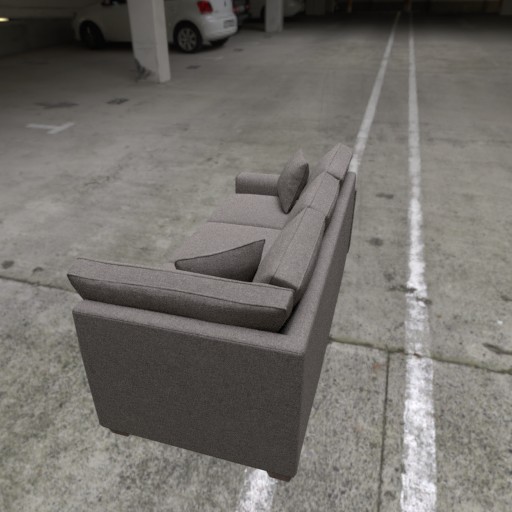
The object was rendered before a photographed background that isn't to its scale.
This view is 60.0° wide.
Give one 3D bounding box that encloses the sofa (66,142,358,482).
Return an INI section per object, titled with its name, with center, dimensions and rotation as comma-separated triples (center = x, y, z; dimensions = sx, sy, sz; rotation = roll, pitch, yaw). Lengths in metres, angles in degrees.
[sofa]
center = 0.000, 0.000, 2.813
dimensions = 1.061, 0.962, 2.317
rotation = 8, 30, 14
